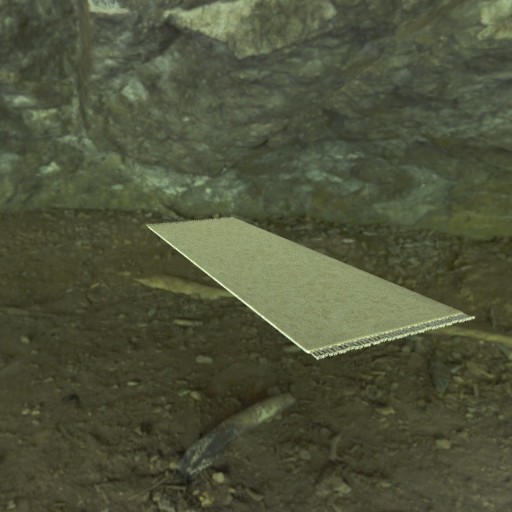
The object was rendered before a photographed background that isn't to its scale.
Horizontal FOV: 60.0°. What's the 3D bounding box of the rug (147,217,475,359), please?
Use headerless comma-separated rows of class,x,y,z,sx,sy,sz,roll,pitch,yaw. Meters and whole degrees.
rug,0.000,0.000,2.789,0.795,0.015,2.544,-8,17,-25
